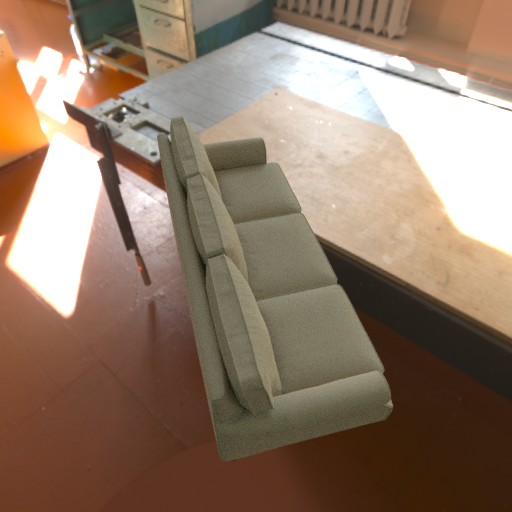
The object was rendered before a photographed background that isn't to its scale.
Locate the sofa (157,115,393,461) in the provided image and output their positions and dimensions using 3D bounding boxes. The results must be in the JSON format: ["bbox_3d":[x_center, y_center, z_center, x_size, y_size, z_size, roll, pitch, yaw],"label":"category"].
[{"bbox_3d":[0.000,0.000,2.876,0.966,0.948,2.354,-11,47,-10],"label":"sofa"}]
